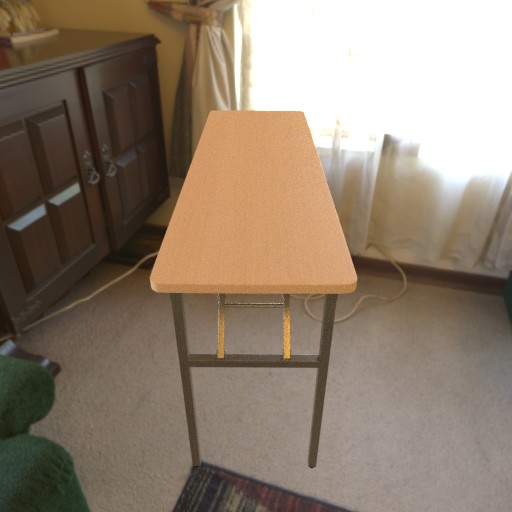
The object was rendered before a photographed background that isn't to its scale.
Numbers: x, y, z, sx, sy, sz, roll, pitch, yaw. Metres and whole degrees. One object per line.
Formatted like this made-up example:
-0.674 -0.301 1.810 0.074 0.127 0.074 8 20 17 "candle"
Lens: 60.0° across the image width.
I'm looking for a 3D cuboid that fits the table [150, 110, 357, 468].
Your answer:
0.000 0.000 1.719 0.446 0.750 1.397 0 33 0 "table"
